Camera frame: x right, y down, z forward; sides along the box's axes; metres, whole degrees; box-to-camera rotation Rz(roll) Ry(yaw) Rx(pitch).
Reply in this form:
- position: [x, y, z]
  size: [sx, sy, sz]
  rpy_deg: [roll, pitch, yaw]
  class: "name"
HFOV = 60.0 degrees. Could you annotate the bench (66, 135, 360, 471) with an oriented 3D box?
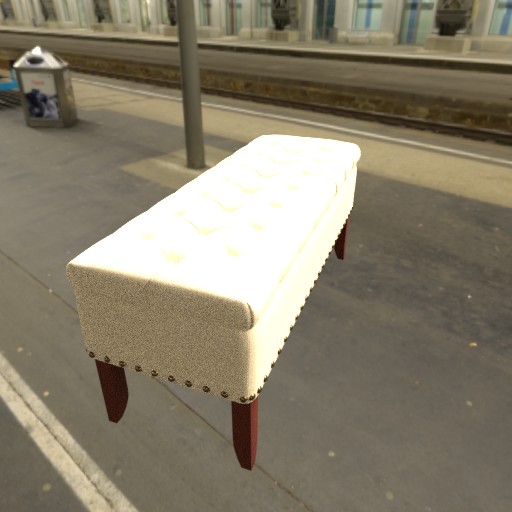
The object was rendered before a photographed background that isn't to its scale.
- position: [0.000, 0.000, 1.304]
  size: [0.400, 0.470, 1.054]
  rpy_deg: [11, 31, 18]
  class: "bench"
